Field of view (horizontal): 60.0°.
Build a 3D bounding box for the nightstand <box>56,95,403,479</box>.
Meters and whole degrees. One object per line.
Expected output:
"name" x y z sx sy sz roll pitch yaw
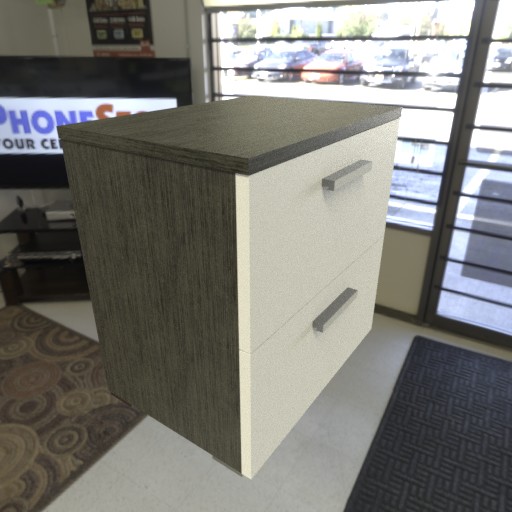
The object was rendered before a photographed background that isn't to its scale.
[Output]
"nightstand" 0.000 0.000 0.755 0.325 0.460 0.441 17 31 31
